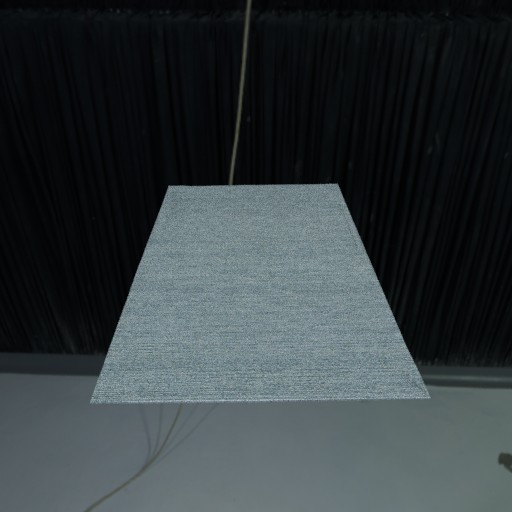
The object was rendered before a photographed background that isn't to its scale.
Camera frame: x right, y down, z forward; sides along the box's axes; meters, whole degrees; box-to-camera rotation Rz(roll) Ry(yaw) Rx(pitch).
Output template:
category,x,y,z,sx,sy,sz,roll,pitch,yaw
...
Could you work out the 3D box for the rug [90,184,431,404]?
category,x,y,z,sx,sy,sz,roll,pitch,yaw
rug,0.000,0.000,2.295,1.174,0.022,1.853,-1,32,-1
